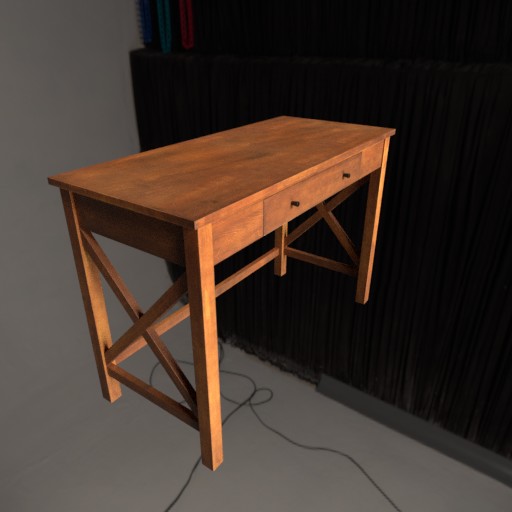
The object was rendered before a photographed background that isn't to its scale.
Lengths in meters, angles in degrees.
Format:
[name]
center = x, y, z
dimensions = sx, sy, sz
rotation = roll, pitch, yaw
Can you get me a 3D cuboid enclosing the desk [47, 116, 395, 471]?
[desk]
center = 0.000, 0.000, 1.572
dimensions = 0.508, 0.762, 1.117
rotation = 18, 32, 31
